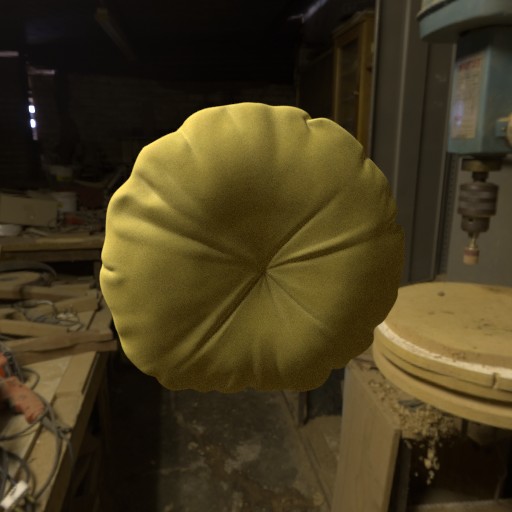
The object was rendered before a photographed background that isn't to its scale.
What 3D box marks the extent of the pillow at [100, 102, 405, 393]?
[{"bbox_3d":[0.000,0.000,0.622,0.428,0.407,0.148,-2,14,-9],"label":"pillow"}]
